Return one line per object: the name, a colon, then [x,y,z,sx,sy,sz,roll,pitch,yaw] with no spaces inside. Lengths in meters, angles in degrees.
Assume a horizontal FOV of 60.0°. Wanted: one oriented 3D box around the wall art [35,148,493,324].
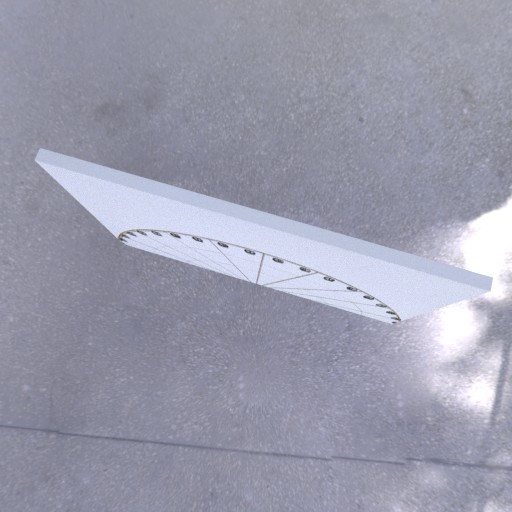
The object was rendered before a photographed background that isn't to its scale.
wall art: [0.000,0.000,1.439,1.144,0.767,0.038,16,76,4]
